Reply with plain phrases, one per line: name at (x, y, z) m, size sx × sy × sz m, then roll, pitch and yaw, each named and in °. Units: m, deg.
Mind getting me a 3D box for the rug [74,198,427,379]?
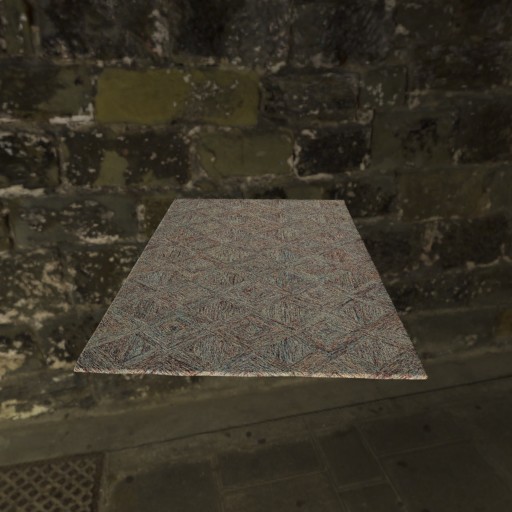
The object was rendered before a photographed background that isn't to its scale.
rug at (0.000, 0.000, 2.197) m, size 1.143 × 0.014 × 1.761 m, roll 1°, pitch 25°, yaw 1°
